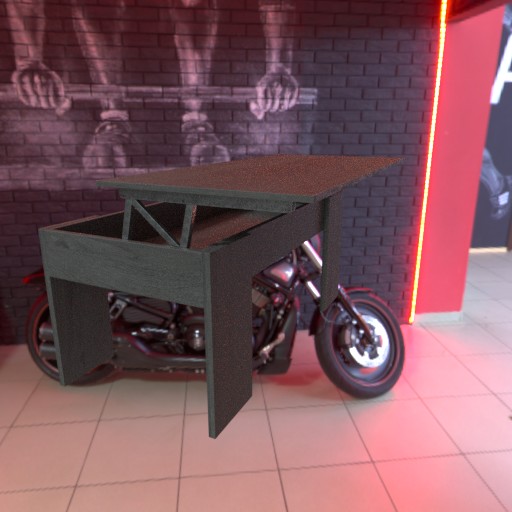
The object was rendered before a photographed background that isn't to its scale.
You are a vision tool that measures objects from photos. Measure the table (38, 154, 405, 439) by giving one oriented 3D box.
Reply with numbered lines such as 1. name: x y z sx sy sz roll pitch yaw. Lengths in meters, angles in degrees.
1. table: 0.000 0.000 1.409 0.711 0.570 1.000 8 18 25
